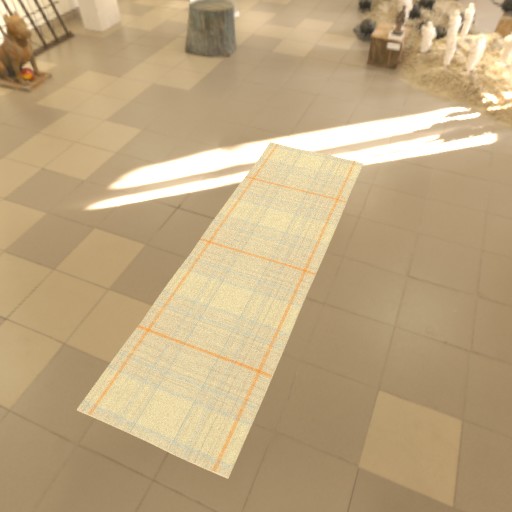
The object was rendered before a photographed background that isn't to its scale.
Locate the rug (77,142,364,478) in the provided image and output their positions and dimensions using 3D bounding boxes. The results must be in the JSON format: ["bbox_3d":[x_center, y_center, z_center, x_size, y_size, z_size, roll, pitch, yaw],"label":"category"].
[{"bbox_3d":[0.000,0.000,2.709,0.770,0.016,2.442,17,49,15],"label":"rug"}]
